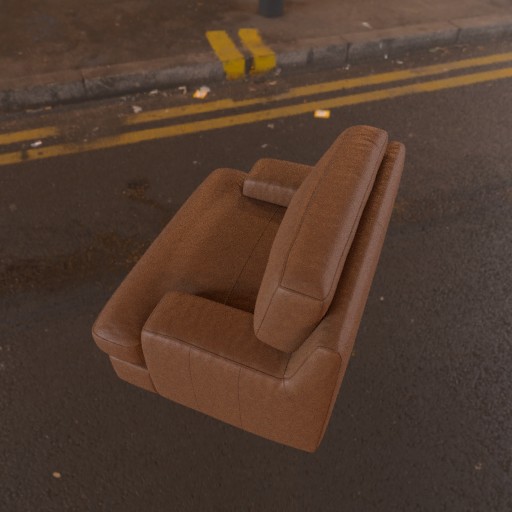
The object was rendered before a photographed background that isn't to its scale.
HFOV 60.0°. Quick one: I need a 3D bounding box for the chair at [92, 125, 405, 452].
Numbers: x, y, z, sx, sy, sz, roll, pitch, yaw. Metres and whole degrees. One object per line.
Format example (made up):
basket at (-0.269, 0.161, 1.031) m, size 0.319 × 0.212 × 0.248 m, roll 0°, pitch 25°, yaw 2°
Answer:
chair at (0.000, 0.000, 2.033) m, size 1.050 × 0.978 × 1.276 m, roll 16°, pitch 49°, yaw 15°
